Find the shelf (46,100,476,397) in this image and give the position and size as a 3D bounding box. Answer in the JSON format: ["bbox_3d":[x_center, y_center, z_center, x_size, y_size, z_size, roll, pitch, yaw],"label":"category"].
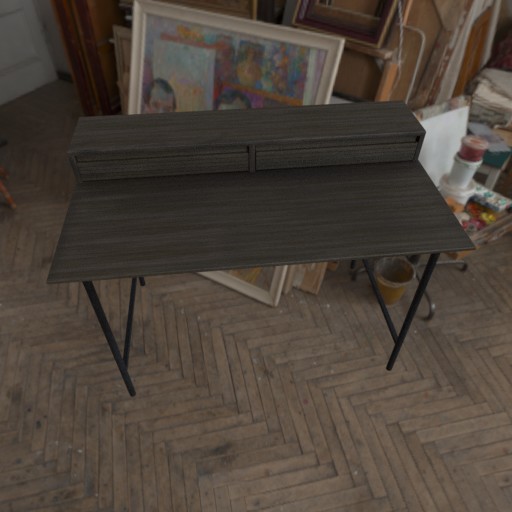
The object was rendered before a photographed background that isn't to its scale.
[{"bbox_3d":[0.000,0.000,1.700,1.212,0.865,0.685,-4,45,-4],"label":"shelf"}]
